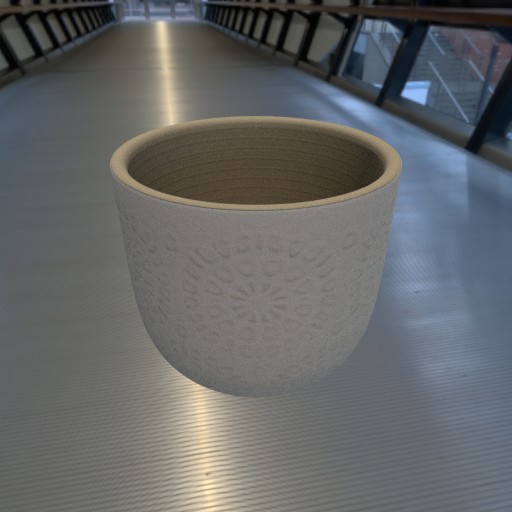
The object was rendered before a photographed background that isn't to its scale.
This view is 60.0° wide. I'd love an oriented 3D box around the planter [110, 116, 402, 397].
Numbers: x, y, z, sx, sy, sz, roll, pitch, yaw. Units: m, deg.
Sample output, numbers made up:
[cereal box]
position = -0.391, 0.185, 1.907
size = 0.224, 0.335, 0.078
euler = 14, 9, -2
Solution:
[planter]
position = 0.000, 0.000, 0.223
size = 0.124, 0.109, 0.124
euler = 0, 31, 0
